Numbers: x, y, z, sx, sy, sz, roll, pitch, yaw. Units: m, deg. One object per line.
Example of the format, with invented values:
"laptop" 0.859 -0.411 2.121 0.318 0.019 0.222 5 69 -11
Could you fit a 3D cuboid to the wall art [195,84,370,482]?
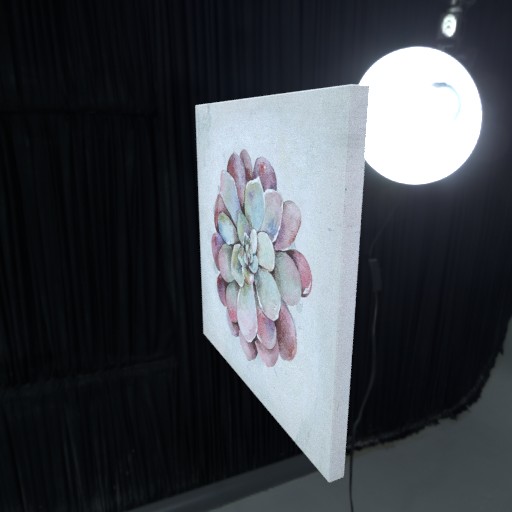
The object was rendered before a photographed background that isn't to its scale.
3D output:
"wall art" 0.000 0.000 1.135 0.041 0.762 0.762 -8 18 -25
